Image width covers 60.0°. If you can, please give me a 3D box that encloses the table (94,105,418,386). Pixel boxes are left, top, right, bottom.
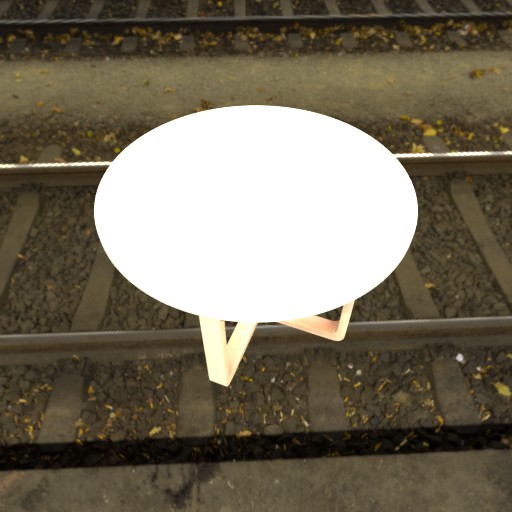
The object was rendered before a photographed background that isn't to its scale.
[{"bbox_3d":[0.000,0.000,0.993,0.600,0.400,0.600,0,48,0],"label":"table"}]
